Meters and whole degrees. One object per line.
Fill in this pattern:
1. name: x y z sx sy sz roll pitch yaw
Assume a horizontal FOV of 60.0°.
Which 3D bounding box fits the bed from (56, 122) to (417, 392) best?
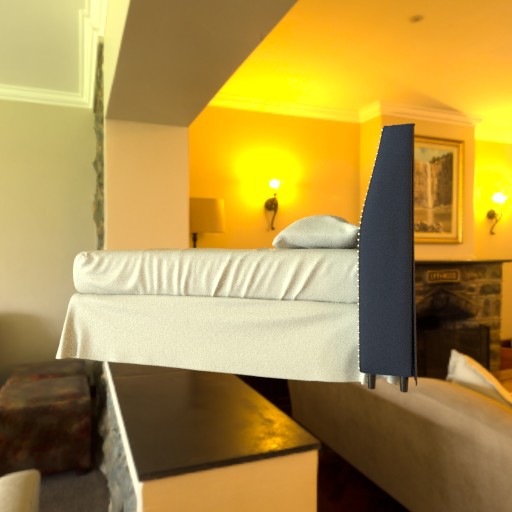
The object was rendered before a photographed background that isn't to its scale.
1. bed: 0.000 0.000 3.379 2.276 1.332 1.925 0 0 19
